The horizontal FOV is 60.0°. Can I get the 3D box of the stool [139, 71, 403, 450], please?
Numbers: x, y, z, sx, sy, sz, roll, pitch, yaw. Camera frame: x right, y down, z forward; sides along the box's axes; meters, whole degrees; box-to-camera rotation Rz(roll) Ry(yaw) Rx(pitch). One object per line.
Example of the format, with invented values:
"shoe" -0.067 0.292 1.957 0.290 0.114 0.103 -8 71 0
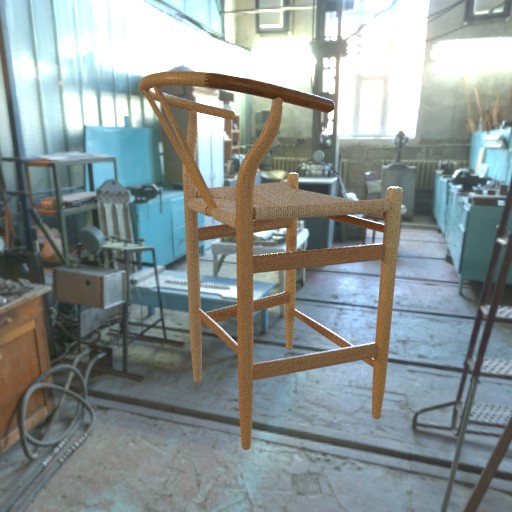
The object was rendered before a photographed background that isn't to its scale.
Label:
"stool" 0.000 0.000 1.252 0.575 0.923 0.536 -8 17 -26
